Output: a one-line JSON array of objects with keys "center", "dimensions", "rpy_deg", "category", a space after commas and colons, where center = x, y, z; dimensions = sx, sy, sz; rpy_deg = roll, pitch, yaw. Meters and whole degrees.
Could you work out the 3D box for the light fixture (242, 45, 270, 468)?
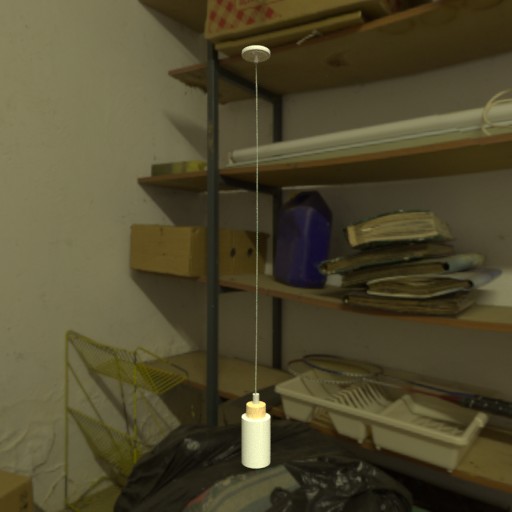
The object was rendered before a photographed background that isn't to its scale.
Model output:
[{"center": [0.000, 0.000, 1.947], "dimensions": [0.125, 1.798, 0.125], "rpy_deg": [0, -1, 17], "category": "light fixture"}]
